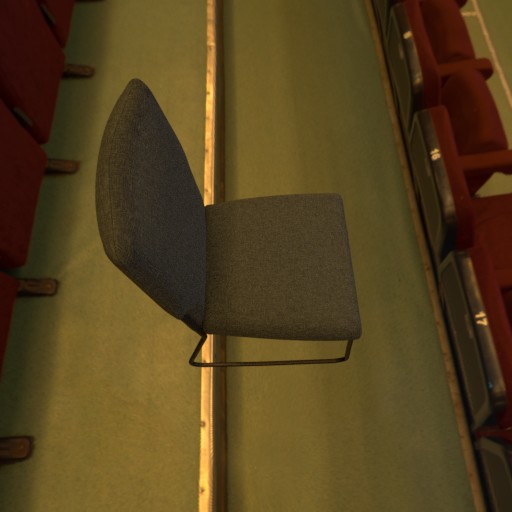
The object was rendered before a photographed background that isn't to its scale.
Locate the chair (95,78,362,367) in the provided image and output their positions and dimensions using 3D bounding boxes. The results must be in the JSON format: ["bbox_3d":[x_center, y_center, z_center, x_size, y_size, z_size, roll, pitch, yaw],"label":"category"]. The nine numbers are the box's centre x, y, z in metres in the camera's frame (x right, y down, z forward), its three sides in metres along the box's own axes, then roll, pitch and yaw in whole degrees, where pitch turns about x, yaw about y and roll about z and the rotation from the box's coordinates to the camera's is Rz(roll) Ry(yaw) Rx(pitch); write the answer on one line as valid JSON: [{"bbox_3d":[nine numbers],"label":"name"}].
[{"bbox_3d":[0.000,0.000,1.274,0.635,0.931,0.480,-2,64,-1],"label":"chair"}]
